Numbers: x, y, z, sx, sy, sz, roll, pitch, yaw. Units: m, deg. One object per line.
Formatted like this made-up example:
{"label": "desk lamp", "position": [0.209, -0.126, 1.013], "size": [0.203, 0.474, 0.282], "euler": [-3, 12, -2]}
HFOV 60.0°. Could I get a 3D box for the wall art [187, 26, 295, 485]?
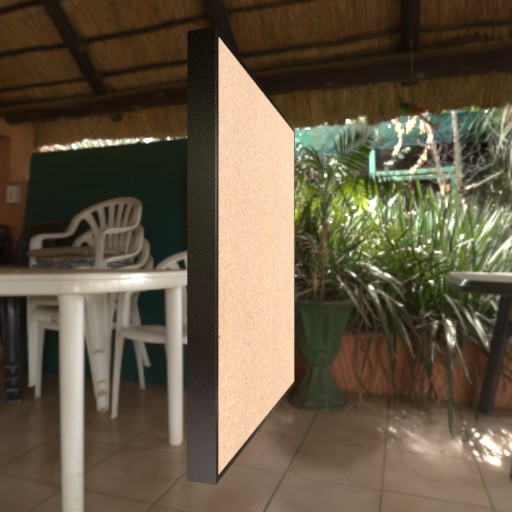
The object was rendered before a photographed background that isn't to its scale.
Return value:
{"label": "wall art", "position": [0.000, 0.000, 0.751], "size": [0.038, 0.551, 0.448], "euler": [0, 0, 17]}
